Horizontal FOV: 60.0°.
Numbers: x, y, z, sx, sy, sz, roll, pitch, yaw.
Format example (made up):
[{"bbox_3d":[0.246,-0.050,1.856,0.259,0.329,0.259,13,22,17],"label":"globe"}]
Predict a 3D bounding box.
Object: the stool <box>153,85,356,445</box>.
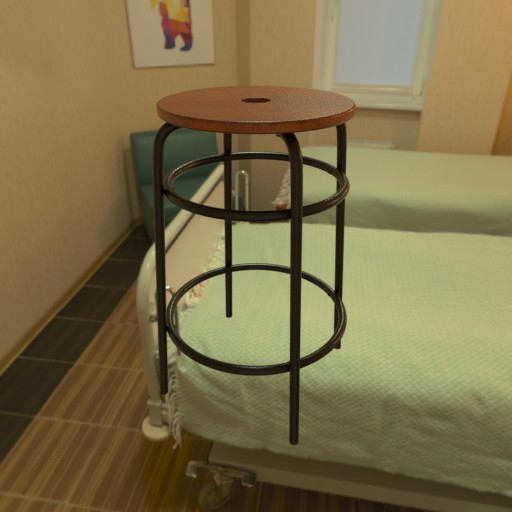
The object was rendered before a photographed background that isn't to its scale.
[{"bbox_3d":[0.000,0.000,0.906,0.455,0.610,0.455,-10,31,-17],"label":"stool"}]
